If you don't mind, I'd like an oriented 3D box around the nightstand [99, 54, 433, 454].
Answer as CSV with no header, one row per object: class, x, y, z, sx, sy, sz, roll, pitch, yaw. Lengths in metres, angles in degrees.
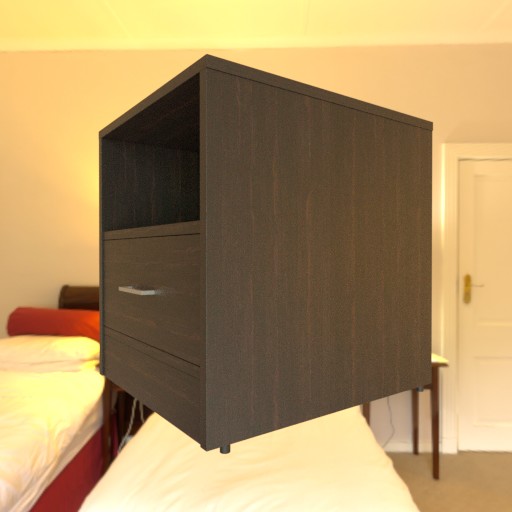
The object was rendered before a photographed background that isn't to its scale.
nightstand,0.000,0.000,0.788,0.461,0.460,0.400,0,1,-36
